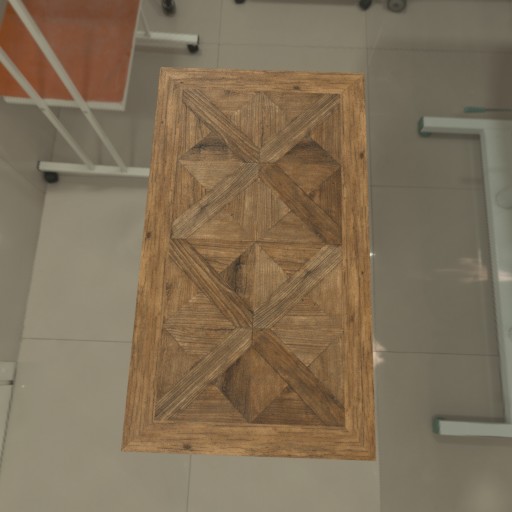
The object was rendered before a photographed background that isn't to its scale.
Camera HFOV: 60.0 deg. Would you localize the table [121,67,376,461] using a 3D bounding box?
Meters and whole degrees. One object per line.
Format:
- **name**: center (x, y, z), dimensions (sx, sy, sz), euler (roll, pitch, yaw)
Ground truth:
- **table**: center (0.000, 0.000, 1.759), dimensions (0.800, 0.410, 1.400), euler (2, 76, 0)
